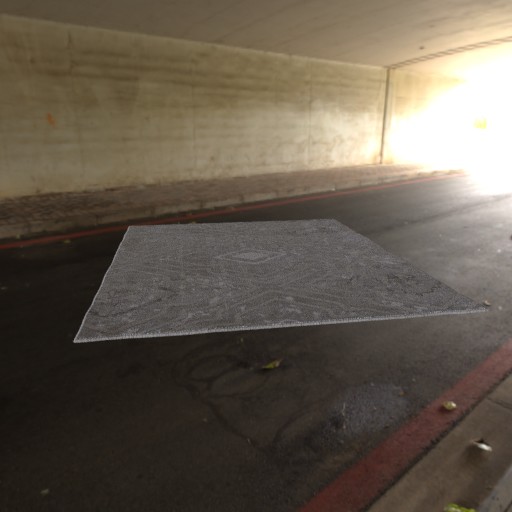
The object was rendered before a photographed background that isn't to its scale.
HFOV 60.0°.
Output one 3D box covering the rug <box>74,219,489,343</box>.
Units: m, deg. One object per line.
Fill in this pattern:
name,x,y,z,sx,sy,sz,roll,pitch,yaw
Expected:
rug,0.000,0.000,0.870,0.548,0.006,0.639,-3,16,-9
